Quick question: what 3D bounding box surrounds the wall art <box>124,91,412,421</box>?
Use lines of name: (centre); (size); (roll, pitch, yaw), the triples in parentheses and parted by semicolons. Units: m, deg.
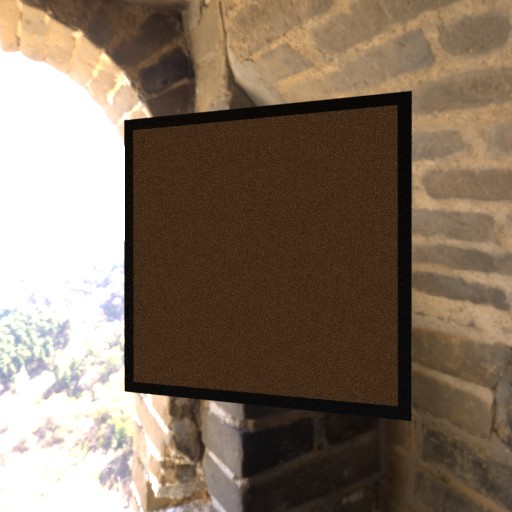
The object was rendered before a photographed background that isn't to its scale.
wall art: (0.000, 0.000, 1.154); (0.765, 0.765, 0.038); (0, 0, 17)
